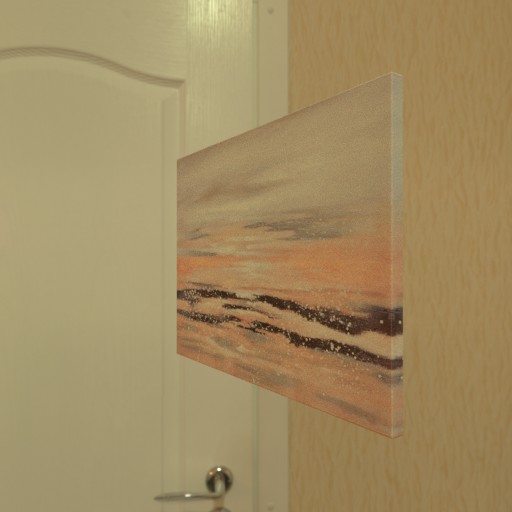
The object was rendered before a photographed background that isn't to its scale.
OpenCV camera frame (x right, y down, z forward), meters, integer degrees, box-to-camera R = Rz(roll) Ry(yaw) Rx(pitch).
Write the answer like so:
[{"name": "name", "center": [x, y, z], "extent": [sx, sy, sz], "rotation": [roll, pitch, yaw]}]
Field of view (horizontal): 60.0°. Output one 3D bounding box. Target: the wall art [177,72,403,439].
[{"name": "wall art", "center": [0.000, 0.000, 1.338], "extent": [0.038, 0.763, 1.015], "rotation": [0, 0, -36]}]
